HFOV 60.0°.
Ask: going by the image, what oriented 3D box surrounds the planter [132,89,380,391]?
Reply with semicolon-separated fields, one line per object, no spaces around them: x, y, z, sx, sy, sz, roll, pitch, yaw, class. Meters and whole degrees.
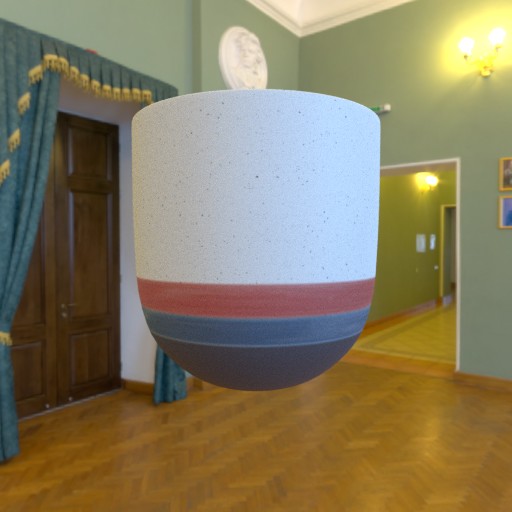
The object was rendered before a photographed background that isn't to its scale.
0.000;0.000;0.380;0.204;0.214;0.204;0;2;0;planter
